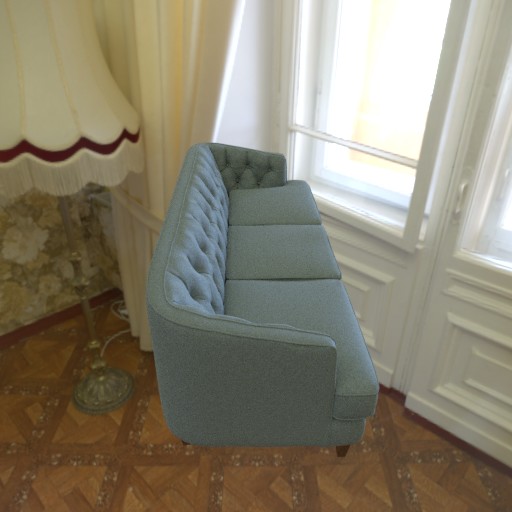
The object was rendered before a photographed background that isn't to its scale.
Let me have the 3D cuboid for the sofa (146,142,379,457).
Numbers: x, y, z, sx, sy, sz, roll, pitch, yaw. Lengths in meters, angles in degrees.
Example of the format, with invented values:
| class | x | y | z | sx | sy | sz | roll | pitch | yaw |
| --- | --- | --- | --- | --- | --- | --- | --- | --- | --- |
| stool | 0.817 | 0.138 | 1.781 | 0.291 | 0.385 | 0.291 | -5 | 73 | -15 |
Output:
| class | x | y | z | sx | sy | sz | roll | pitch | yaw |
| --- | --- | --- | --- | --- | --- | --- | --- | --- | --- |
| sofa | 0.000 | 0.000 | 2.694 | 0.941 | 0.855 | 2.278 | -1 | 31 | -2 |
